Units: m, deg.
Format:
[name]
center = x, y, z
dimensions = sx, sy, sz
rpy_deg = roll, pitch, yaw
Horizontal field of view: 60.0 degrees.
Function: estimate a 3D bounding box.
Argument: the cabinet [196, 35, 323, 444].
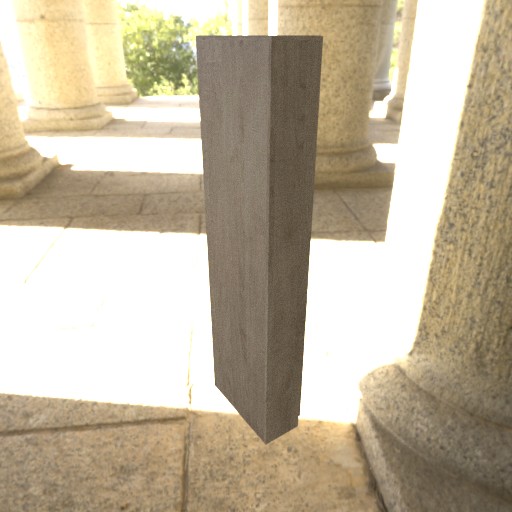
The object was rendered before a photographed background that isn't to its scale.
[cabinet]
center = 0.000, 0.000, 2.009
dimensions = 0.230, 1.790, 0.500
rpy_deg = -17, 31, -31
